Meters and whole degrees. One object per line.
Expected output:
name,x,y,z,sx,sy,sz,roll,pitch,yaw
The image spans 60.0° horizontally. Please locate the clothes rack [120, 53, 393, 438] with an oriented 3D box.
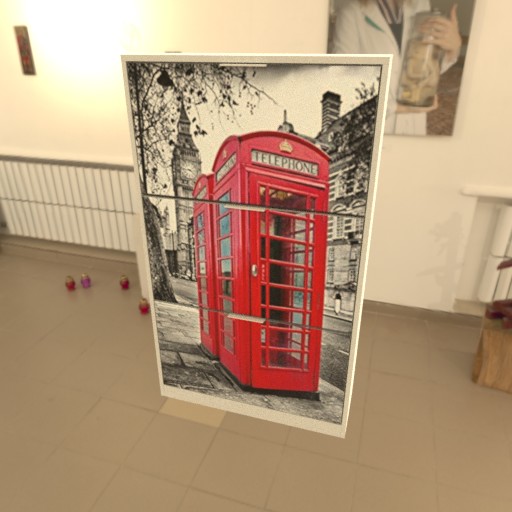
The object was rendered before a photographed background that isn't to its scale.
clothes rack,0.000,0.000,1.547,0.750,1.280,0.250,8,27,15
